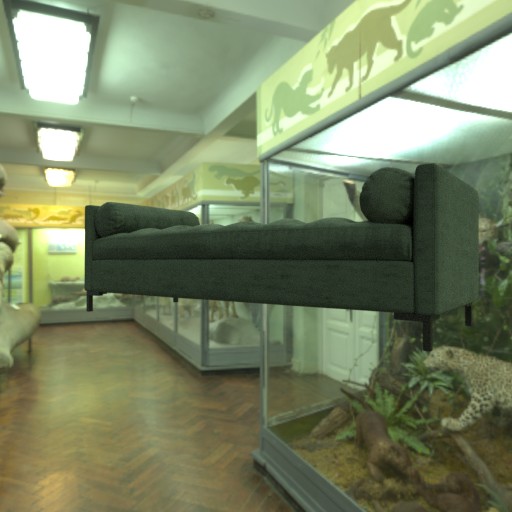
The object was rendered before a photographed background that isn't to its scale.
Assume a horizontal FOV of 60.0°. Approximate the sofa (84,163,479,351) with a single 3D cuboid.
[{"bbox_3d":[0.000,0.000,2.447,2.130,0.681,0.817,0,-1,36],"label":"sofa"}]
